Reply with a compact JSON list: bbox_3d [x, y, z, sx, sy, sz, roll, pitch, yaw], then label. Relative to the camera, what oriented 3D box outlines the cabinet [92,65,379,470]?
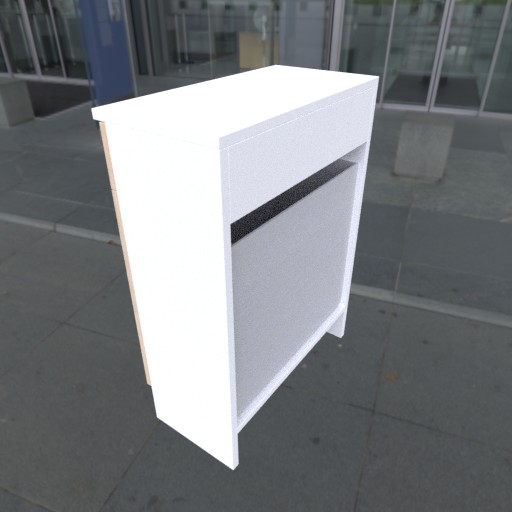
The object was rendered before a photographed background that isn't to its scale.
[{"bbox_3d":[0.000,0.000,1.140,0.296,0.815,0.600,21,37,30],"label":"cabinet"}]
